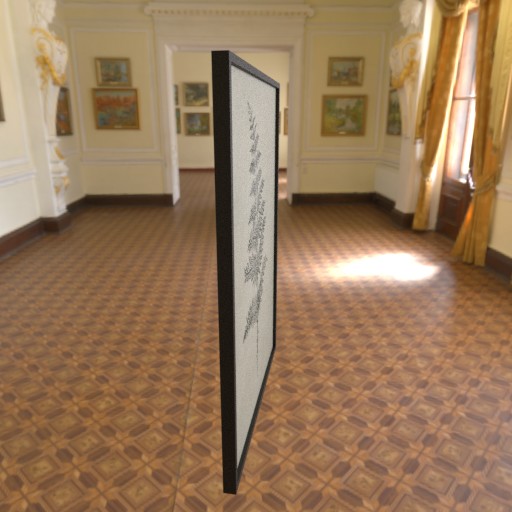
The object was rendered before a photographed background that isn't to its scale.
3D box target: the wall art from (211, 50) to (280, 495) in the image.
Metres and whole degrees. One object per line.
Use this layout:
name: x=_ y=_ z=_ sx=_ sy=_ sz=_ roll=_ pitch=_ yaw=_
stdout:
wall art: x=0.000 y=0.000 z=1.390 sx=0.036 sy=1.070 sz=0.802 roll=3 pitch=17 yaw=10
